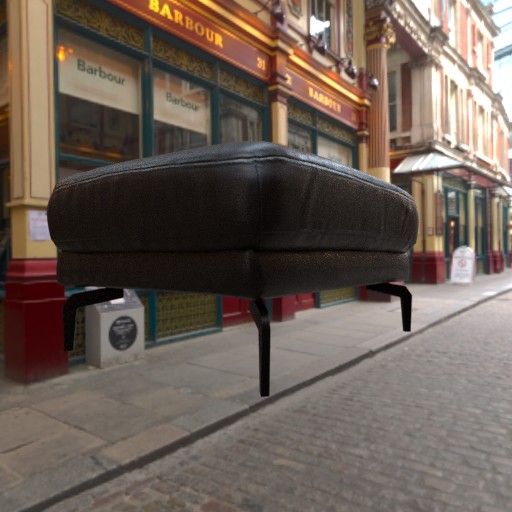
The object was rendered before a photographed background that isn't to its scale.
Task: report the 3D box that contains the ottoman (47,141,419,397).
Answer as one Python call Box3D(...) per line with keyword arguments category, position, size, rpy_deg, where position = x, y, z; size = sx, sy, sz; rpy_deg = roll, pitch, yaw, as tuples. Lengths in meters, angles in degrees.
Box3D(category="ottoman", position=(0.000, 0.000, 1.058), size=(0.570, 0.402, 0.764), rpy_deg=(0, 0, 36))
